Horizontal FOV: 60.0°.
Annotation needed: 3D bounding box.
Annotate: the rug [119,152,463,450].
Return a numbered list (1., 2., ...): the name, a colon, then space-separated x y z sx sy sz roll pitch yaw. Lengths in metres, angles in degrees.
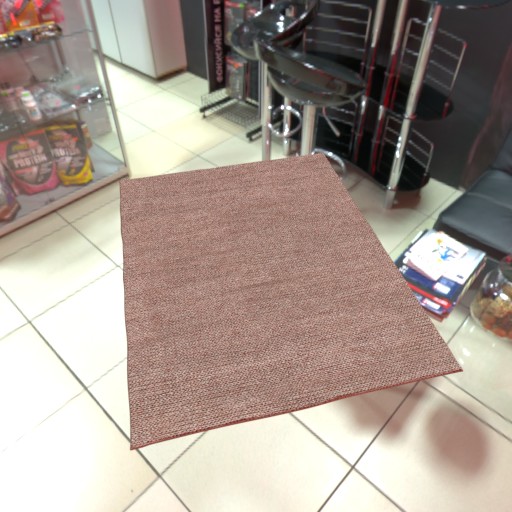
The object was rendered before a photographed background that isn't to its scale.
1. rug: 0.000 0.000 4.117 2.429 0.030 3.052 -10 46 -10
